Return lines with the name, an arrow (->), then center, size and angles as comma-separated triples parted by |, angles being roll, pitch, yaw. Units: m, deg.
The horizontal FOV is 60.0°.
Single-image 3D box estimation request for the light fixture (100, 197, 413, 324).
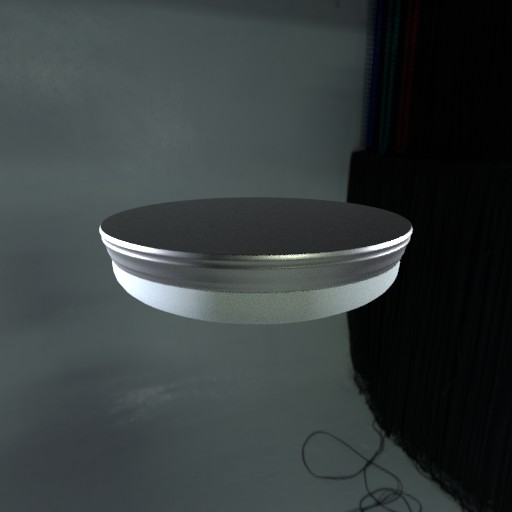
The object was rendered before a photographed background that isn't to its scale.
light fixture -> 0.000, 0.000, 0.562 | 0.368, 0.100, 0.368 | 0, 15, 0
